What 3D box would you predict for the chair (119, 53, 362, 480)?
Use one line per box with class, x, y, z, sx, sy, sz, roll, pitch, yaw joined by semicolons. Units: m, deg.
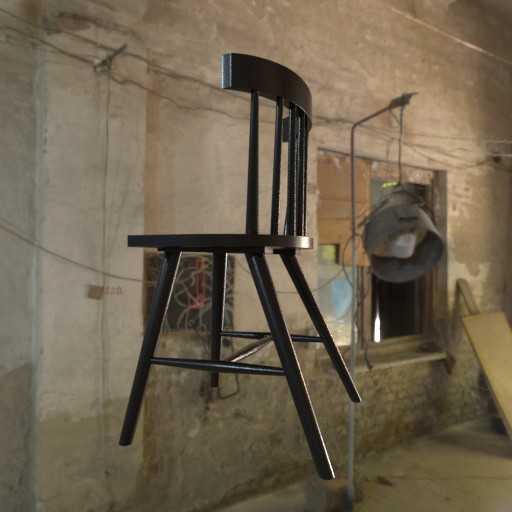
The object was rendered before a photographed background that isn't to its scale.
chair;0.000;0.000;1.146;0.483;0.844;0.506;0;0;19
